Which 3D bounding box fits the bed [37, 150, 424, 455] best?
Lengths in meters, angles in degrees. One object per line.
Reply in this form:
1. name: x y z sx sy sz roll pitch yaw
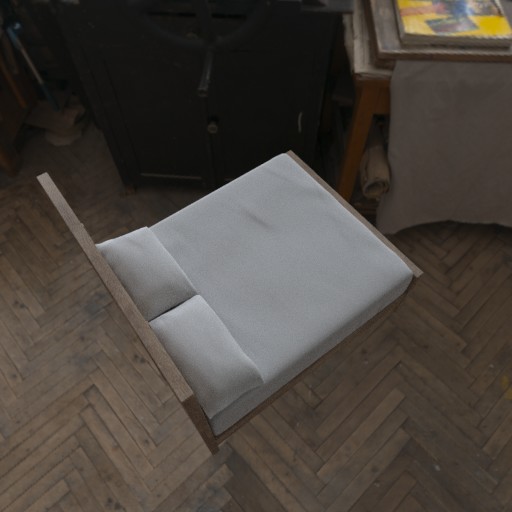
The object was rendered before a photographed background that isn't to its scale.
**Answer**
1. bed: 0.000 0.000 3.266 2.017 1.631 1.615 -33 64 -18
